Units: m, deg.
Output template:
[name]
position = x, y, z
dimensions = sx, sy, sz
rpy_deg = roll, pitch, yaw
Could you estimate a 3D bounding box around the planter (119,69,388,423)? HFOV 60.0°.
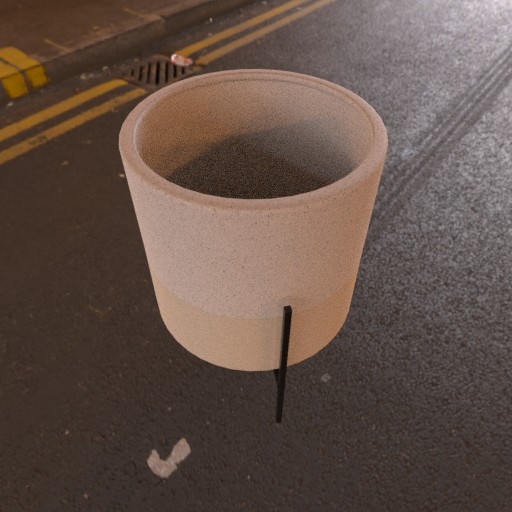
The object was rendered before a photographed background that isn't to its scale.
[planter]
position = 0.000, 0.000, 0.662
dimensions = 0.313, 0.423, 0.335
rpy_deg = -10, 47, -9
